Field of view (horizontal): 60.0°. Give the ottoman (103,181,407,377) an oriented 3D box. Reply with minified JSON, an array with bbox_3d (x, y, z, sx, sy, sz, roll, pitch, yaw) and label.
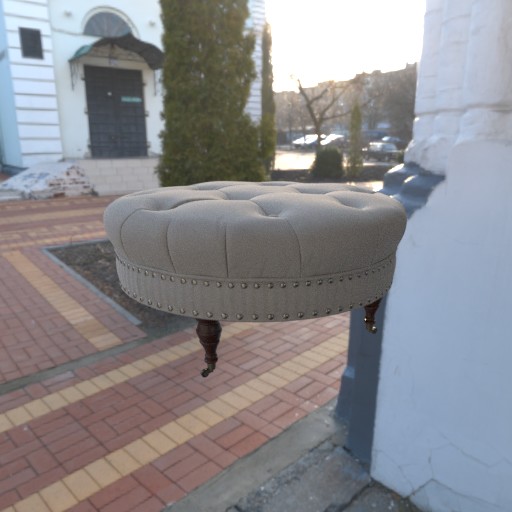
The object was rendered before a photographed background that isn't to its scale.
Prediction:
[{"bbox_3d":[0.000,0.000,1.416,0.901,0.439,0.901,0,15,0],"label":"ottoman"}]
